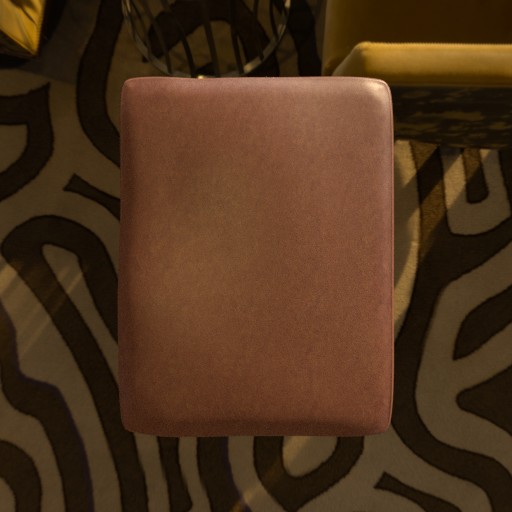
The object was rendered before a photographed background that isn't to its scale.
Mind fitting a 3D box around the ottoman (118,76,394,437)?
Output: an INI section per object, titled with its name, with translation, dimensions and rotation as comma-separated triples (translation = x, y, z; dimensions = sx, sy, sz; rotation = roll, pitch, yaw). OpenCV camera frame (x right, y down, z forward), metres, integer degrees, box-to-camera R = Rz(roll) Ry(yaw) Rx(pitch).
[ottoman]
translation = 0.000, 0.000, 1.224
dimensions = 0.650, 0.485, 0.851
rotation = 0, 90, 0
